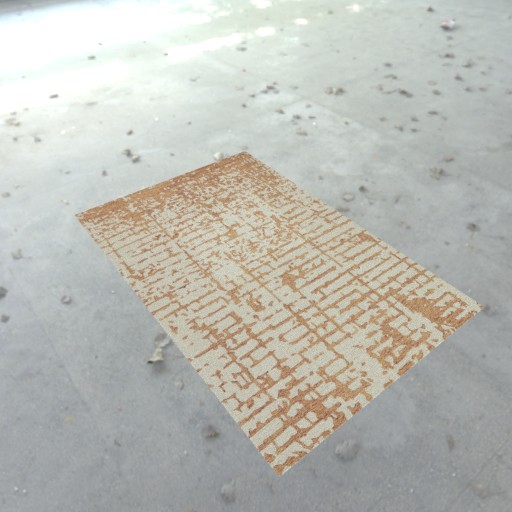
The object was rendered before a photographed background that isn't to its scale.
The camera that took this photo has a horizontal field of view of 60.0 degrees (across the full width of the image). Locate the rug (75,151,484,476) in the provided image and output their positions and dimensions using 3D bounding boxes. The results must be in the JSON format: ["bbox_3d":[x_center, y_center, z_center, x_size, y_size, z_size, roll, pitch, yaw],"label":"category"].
[{"bbox_3d":[0.000,0.000,2.284,1.219,0.011,1.829,-27,49,-27],"label":"rug"}]
